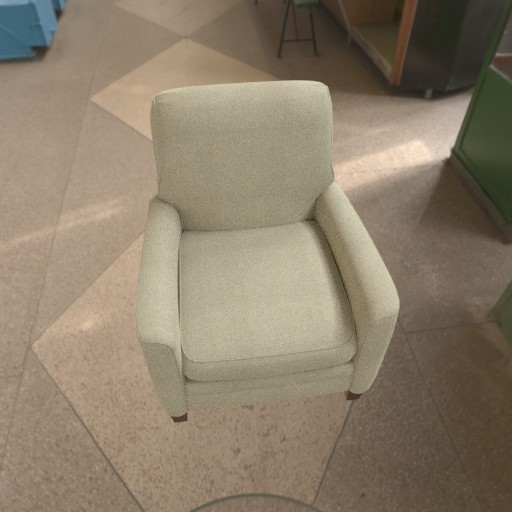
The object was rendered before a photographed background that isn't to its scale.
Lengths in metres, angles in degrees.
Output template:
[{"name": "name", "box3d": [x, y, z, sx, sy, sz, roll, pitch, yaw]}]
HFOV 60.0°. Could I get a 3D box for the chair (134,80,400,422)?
[{"name": "chair", "box3d": [0.000, 0.000, 1.667, 0.850, 1.006, 0.853, -5, 46, -5]}]
